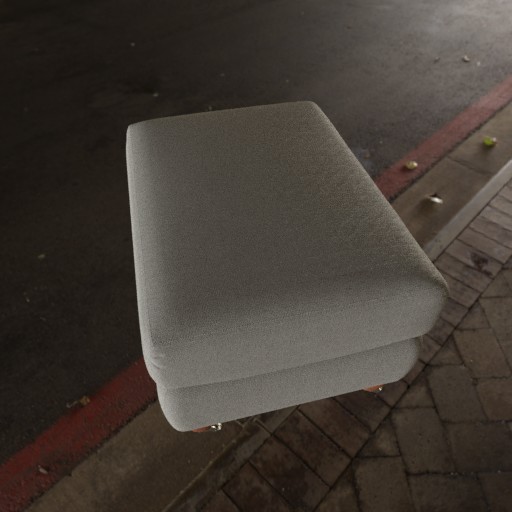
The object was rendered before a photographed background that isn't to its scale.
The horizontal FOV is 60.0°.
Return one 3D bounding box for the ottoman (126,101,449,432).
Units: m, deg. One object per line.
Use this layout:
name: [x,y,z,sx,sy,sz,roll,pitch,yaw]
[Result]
ottoman: [0.000,0.000,1.146,0.569,0.504,0.773,-10,46,-10]
